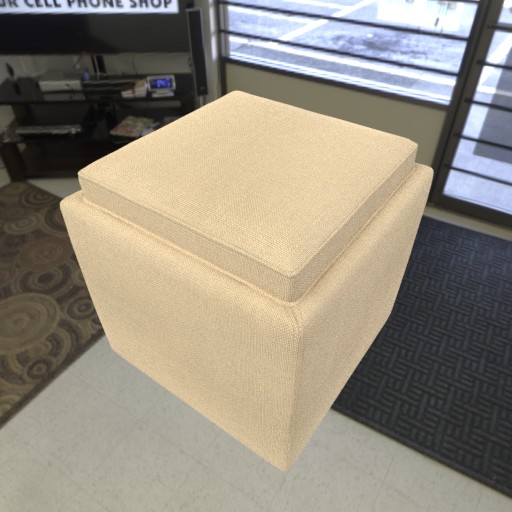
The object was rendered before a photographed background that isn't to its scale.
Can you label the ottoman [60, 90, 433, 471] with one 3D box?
[{"bbox_3d":[0.000,0.000,0.816,0.450,0.460,0.451,26,48,26],"label":"ottoman"}]
